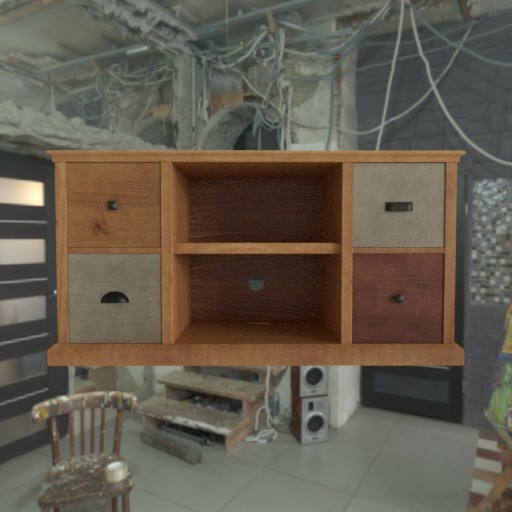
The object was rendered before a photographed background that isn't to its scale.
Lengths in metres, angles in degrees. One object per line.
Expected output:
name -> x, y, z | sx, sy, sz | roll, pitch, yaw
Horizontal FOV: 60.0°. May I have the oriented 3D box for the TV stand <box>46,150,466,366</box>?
TV stand -> 0.000, 0.000, 1.453 | 1.181, 0.607, 0.417 | 0, 2, 0
